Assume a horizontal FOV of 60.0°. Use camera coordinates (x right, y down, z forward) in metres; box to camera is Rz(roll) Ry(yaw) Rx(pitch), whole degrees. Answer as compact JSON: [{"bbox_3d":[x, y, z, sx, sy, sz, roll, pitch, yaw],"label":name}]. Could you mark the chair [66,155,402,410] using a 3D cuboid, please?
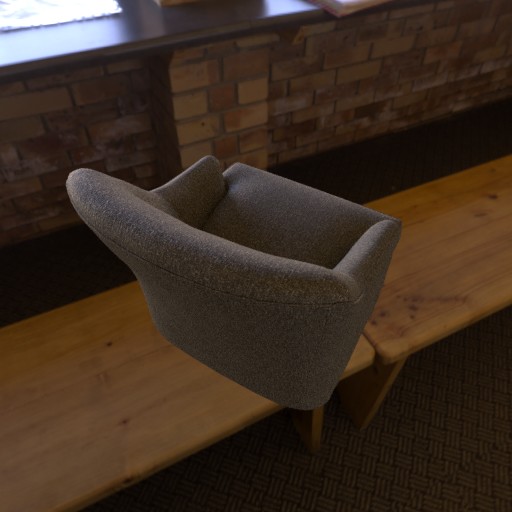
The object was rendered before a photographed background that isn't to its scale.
[{"bbox_3d":[0.000,0.000,1.551,0.864,0.856,0.923,24,50,22],"label":"chair"}]
